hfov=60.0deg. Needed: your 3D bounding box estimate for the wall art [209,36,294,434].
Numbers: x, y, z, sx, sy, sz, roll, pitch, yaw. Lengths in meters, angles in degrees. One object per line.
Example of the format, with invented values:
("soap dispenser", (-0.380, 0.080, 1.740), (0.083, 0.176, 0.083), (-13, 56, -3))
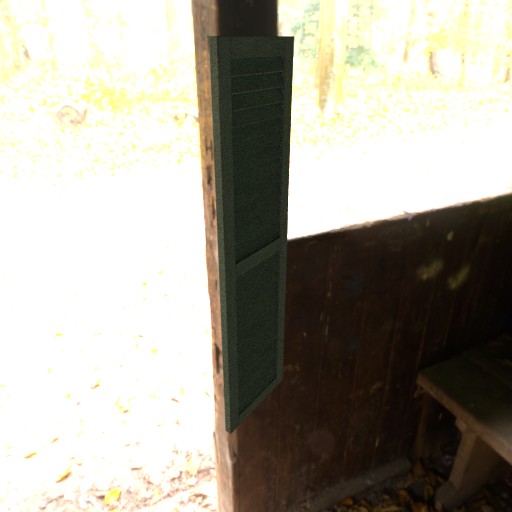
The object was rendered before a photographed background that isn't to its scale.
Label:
("wall art", (0.000, 0.000, 1.372), (0.025, 1.219, 0.329), (18, 31, 31))
